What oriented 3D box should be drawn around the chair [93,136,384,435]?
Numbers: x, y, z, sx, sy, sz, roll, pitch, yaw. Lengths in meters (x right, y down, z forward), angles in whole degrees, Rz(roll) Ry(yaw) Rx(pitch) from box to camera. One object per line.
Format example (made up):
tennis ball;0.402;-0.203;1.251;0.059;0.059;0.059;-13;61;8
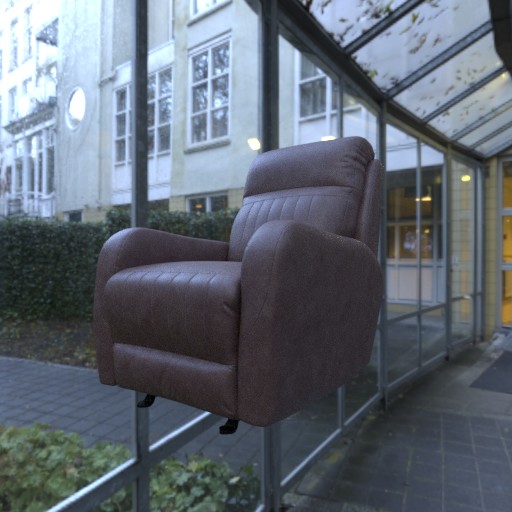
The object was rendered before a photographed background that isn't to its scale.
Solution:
chair;0.000;0.000;1.818;0.865;1.067;1.067;0;1;37
